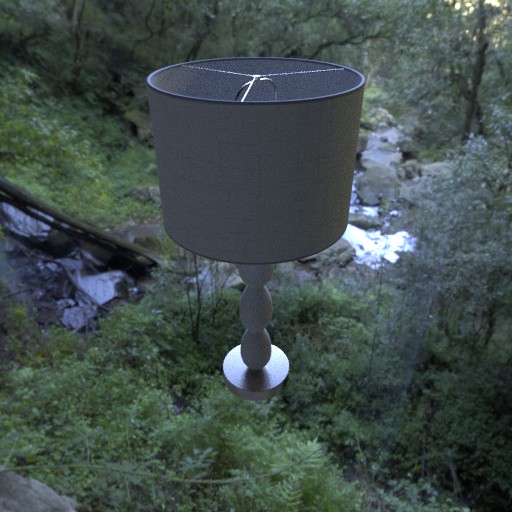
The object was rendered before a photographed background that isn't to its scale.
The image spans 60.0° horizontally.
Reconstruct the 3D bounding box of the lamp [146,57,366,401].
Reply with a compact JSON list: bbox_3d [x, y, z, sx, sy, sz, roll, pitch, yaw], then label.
[{"bbox_3d":[0.000,0.000,0.727,0.280,0.559,0.282,22,39,30],"label":"lamp"}]
